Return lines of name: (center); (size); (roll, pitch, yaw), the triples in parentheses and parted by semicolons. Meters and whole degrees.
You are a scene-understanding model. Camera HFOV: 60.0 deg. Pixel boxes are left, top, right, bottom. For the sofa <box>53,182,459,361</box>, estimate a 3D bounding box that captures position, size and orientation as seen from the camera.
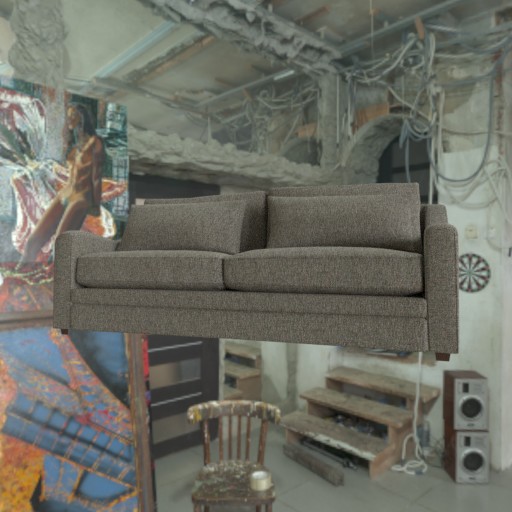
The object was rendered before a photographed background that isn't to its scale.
sofa: (0.000, 0.000, 2.931); (2.418, 0.998, 1.103); (0, 0, 18)
